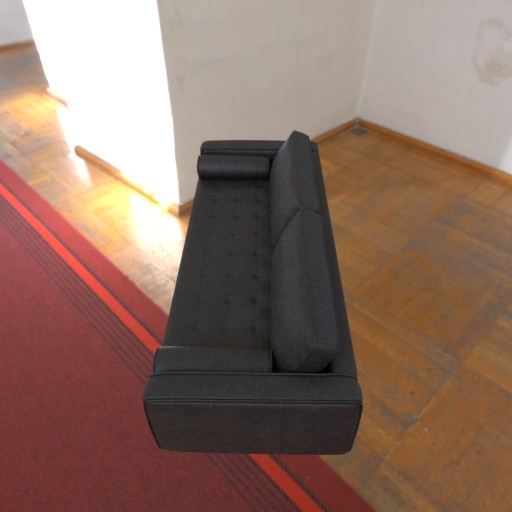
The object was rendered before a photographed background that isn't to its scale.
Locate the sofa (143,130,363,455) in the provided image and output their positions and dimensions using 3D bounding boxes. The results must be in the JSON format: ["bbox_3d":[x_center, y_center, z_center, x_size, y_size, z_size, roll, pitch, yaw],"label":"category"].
[{"bbox_3d":[0.000,0.000,2.678,0.914,0.762,2.210,1,42,1],"label":"sofa"}]
